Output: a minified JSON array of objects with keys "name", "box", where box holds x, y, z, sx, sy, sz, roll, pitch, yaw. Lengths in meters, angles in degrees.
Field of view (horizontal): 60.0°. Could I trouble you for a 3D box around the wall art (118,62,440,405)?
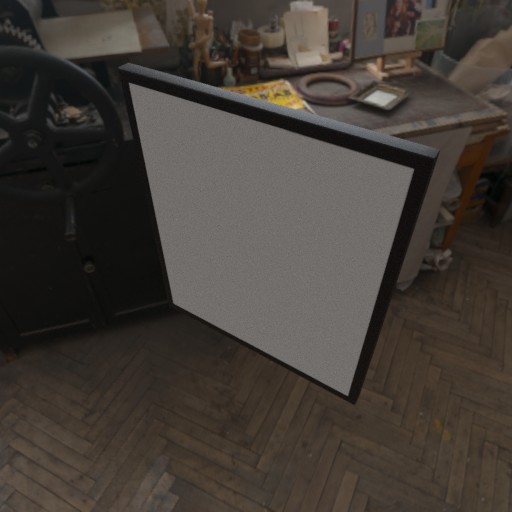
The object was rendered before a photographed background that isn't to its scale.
[{"name":"wall art","box":[0.000,0.000,0.704,0.430,0.509,0.021,24,49,22]}]
